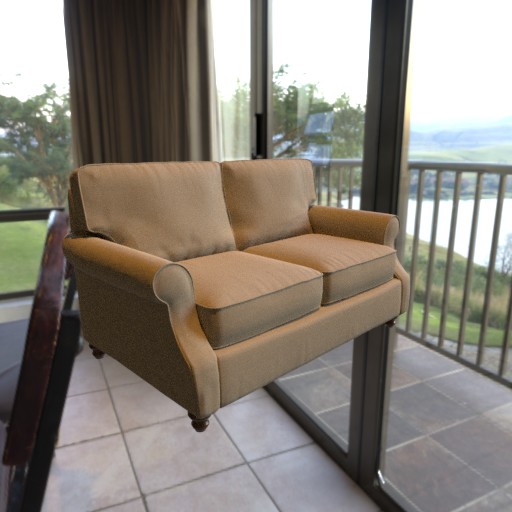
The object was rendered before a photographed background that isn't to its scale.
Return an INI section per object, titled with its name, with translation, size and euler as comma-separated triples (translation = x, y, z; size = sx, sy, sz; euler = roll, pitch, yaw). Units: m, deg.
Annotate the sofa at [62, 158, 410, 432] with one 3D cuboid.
[sofa]
translation = 0.000, 0.000, 2.247
size = 1.665, 0.937, 0.964
euler = -13, 19, -43
